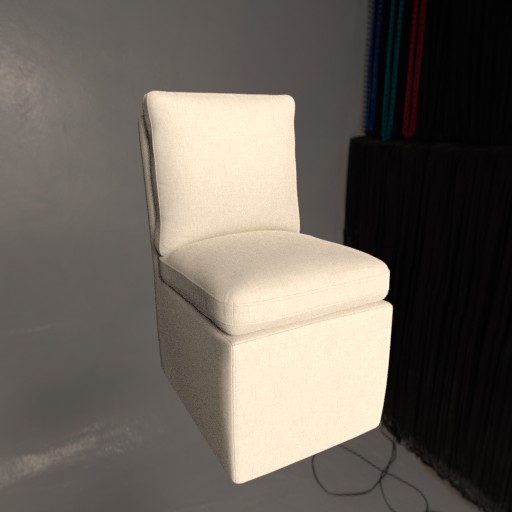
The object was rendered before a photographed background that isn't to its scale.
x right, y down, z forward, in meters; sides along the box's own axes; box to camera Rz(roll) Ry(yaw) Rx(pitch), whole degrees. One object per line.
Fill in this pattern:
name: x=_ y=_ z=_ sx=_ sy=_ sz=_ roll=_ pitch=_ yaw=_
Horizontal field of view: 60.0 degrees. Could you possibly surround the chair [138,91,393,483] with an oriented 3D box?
chair: x=0.000 y=0.000 z=1.314 sx=0.503 sy=0.927 sz=0.698 roll=-9 pitch=19 yaw=-27
